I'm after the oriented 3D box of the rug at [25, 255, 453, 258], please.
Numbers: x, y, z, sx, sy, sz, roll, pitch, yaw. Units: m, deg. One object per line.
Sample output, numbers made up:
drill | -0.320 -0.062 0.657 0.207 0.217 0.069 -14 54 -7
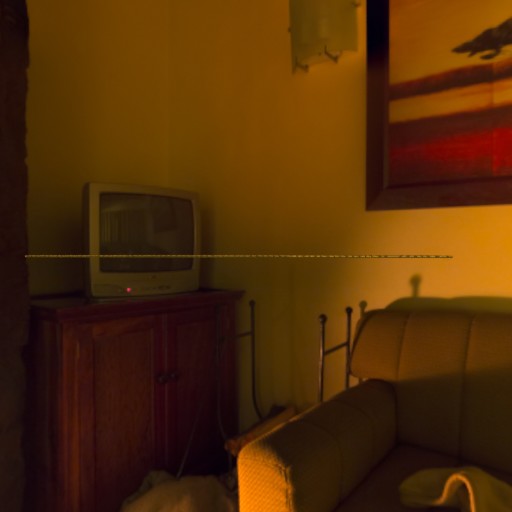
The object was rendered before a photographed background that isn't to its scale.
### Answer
rug | 0.000 0.000 4.260 3.207 0.014 2.439 0 0 17
